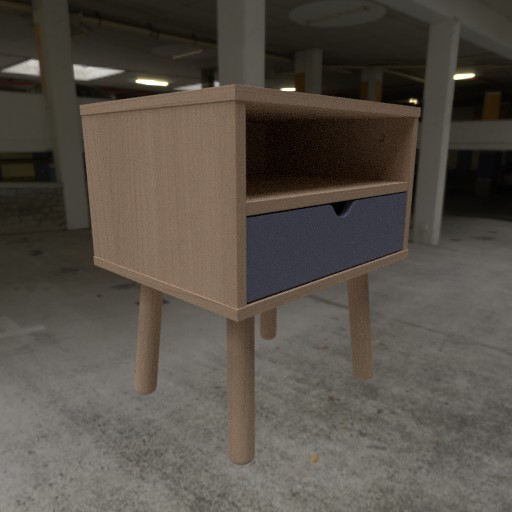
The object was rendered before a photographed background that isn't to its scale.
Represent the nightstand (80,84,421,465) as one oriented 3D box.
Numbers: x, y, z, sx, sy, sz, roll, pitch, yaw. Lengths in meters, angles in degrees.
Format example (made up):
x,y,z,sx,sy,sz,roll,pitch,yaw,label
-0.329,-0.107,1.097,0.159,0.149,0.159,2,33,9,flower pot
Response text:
x,y,z,sx,sy,sz,roll,pitch,yaw,label
0.000,0.000,0.827,0.380,0.530,0.450,14,20,43,nightstand
